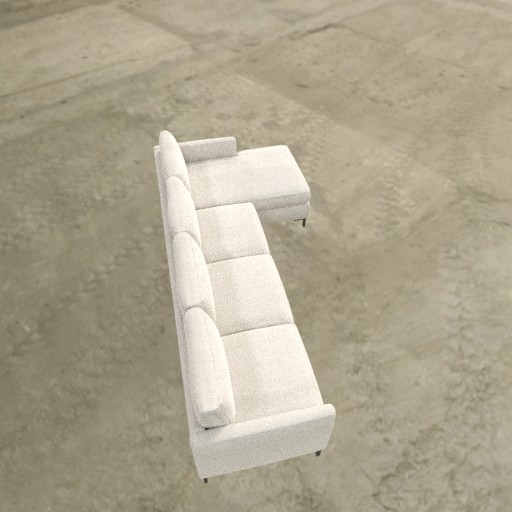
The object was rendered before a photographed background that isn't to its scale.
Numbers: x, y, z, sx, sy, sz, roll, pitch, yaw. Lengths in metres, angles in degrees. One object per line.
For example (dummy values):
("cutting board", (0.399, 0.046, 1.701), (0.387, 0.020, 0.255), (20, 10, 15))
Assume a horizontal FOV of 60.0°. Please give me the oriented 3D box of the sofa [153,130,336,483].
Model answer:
("sofa", (0.000, 0.000, 2.895), (1.126, 0.677, 2.445), (-9, 47, -9))
